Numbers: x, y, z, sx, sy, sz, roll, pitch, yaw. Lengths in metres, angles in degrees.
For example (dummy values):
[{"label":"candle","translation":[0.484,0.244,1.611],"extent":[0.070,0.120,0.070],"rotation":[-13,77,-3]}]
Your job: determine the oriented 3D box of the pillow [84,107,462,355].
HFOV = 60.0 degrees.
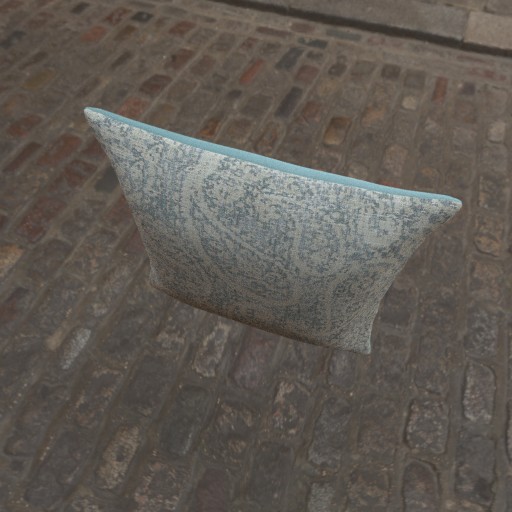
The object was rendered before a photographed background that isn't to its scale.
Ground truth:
[{"label":"pillow","translation":[0.000,0.000,0.792],"extent":[0.526,0.507,0.166],"rotation":[17,60,10]}]
